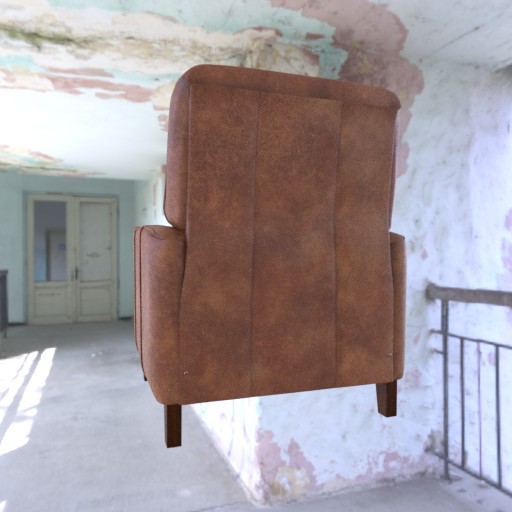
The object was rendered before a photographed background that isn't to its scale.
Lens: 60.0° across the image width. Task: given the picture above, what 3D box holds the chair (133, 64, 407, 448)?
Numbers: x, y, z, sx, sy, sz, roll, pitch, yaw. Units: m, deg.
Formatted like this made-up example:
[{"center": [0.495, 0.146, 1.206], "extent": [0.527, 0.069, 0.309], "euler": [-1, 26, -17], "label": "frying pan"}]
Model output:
[{"center": [0.000, 0.000, 1.629], "extent": [0.843, 1.043, 0.836], "euler": [0, 1, -19], "label": "chair"}]
